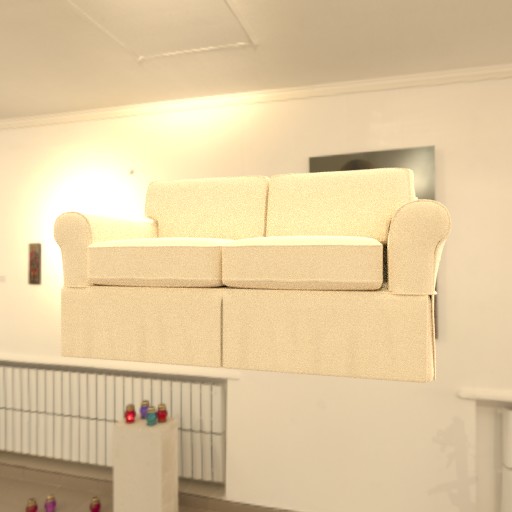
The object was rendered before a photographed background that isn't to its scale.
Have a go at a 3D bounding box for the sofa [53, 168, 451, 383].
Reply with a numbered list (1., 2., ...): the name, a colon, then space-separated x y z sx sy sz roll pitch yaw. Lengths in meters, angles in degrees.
1. sofa: 0.000 0.000 2.272 1.727 0.940 0.991 0 0 16
